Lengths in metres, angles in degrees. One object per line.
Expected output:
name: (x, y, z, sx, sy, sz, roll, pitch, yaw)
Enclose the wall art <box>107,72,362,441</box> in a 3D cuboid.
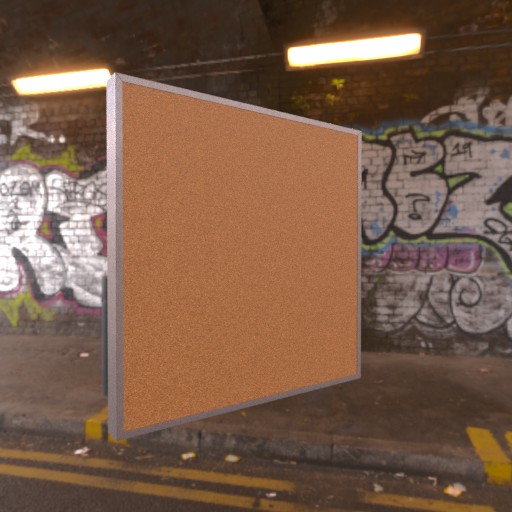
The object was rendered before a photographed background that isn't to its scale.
wall art: (0.000, 0.000, 0.532, 0.349, 0.349, 0.028, -1, 1, -36)
